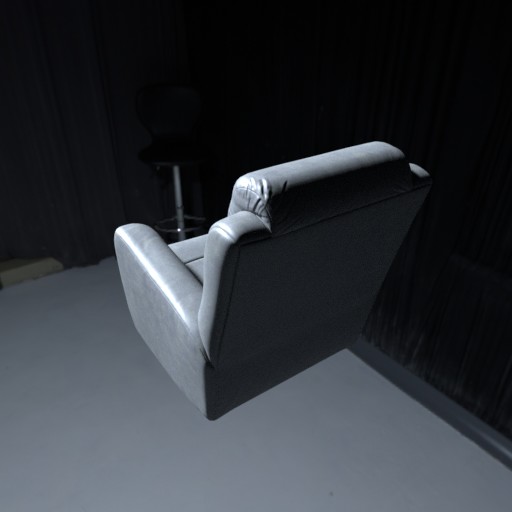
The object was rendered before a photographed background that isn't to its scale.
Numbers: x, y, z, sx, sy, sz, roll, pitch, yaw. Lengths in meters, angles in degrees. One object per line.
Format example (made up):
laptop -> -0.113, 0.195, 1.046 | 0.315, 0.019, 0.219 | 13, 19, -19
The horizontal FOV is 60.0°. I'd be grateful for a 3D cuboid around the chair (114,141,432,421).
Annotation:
chair -> 0.000, 0.000, 1.968 | 0.967, 1.116, 1.068 | -19, 36, -30
